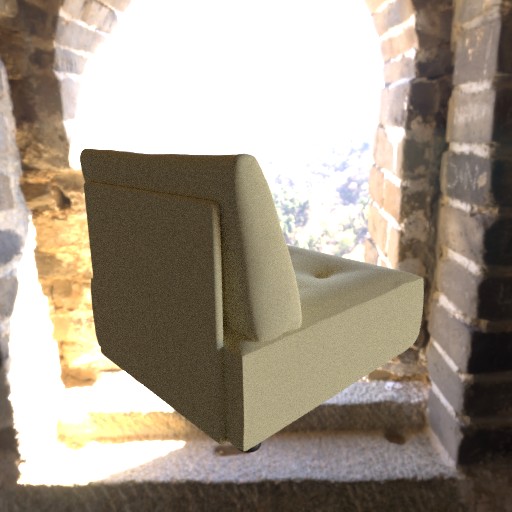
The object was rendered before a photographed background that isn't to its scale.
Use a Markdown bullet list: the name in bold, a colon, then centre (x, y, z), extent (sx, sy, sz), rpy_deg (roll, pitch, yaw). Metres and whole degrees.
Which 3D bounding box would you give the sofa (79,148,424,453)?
- **sofa**: centre (0.000, 0.000, 1.733), extent (1.000, 0.820, 0.930), rpy_deg (-14, 20, -42)
